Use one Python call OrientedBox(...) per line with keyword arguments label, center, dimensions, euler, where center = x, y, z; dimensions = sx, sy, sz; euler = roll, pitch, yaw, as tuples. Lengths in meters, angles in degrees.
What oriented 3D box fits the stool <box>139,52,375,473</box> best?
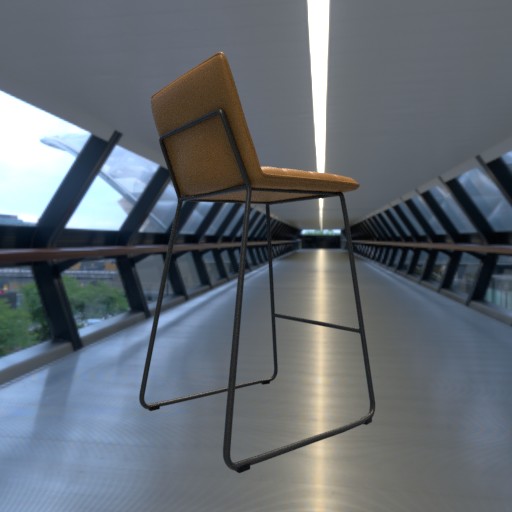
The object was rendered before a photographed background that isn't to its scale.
OrientedBox(label="stool", center=(0.000, 0.000, 1.290), dimensions=(0.524, 0.936, 0.489), euler=(-1, 1, -37))
